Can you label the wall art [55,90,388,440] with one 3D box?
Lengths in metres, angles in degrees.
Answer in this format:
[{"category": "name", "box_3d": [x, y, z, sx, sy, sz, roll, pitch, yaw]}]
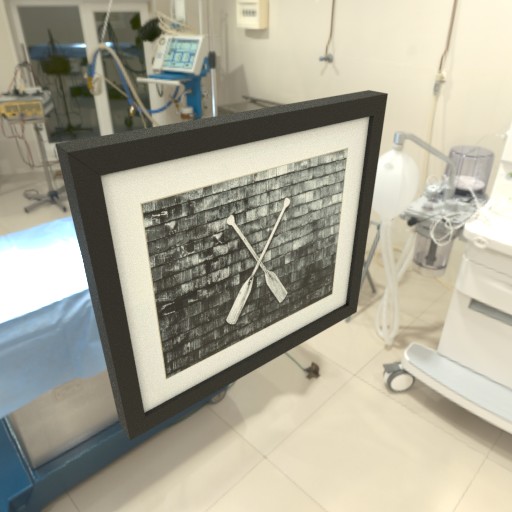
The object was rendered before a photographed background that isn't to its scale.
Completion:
[{"category": "wall art", "box_3d": [0.000, 0.000, 0.526, 0.381, 0.330, 0.029, -22, 37, -32]}]
